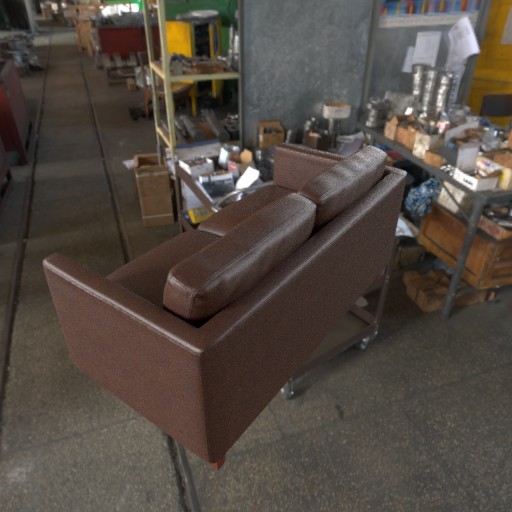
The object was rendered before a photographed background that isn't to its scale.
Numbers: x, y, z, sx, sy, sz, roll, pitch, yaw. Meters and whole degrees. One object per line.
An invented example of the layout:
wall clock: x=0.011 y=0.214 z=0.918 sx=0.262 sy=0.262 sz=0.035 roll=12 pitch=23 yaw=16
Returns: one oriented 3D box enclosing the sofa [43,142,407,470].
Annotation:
sofa: x=0.000 y=0.000 z=2.428 sx=0.951 sy=0.933 sz=1.883 roll=22 pitch=39 yaw=30
